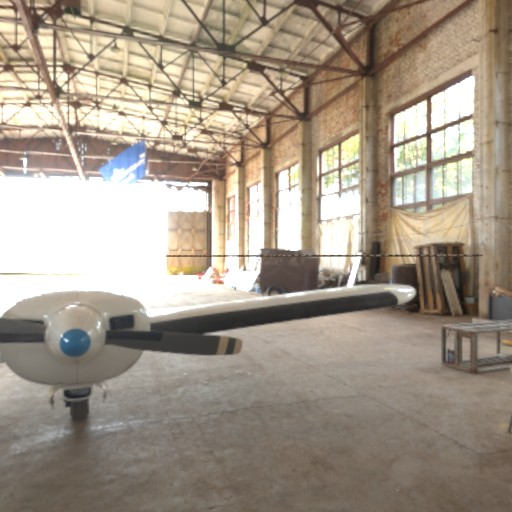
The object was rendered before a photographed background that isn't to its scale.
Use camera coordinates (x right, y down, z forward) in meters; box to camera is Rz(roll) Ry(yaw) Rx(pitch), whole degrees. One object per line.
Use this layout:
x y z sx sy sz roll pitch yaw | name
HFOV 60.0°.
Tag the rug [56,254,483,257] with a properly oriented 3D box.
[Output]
0.000 0.000 2.577 2.277 0.008 0.676 0 0 18 | rug
